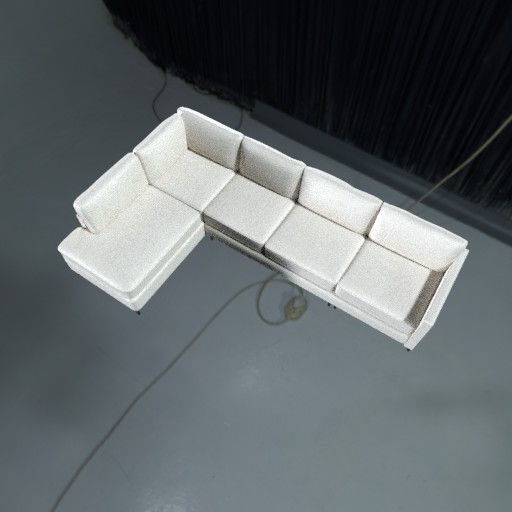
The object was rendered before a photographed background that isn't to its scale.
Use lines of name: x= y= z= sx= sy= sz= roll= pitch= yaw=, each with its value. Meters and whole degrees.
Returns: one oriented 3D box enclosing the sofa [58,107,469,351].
sofa: x=0.000 y=0.000 z=4.336 sx=3.384 sy=0.996 sz=2.048 roll=29 pitch=63 yaw=17
